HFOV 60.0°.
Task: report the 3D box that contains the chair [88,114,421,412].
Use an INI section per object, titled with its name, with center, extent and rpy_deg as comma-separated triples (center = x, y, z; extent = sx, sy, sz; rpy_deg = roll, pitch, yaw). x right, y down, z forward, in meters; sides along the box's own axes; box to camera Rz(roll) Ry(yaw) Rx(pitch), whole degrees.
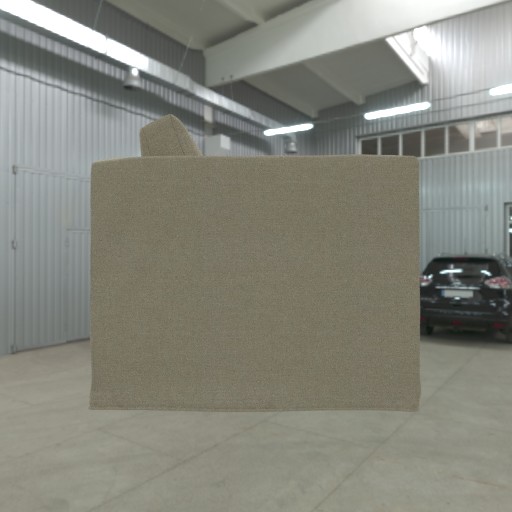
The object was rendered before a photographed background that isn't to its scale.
[chair]
center = 0.000, 0.000, 1.732
extent = 0.949, 0.863, 1.057
rpy_deg = 0, 0, 0
